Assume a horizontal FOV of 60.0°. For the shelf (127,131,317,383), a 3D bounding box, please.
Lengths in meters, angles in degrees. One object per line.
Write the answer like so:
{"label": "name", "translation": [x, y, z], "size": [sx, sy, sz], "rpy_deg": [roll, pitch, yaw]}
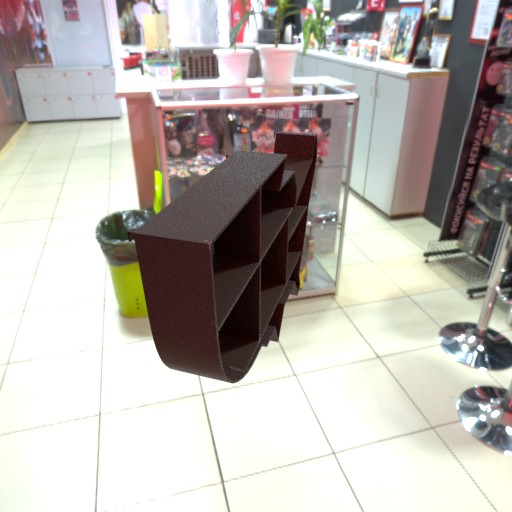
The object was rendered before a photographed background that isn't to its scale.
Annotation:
{"label": "shelf", "translation": [0.000, 0.000, 0.947], "size": [0.112, 0.439, 0.729], "rpy_deg": [9, 30, 15]}
